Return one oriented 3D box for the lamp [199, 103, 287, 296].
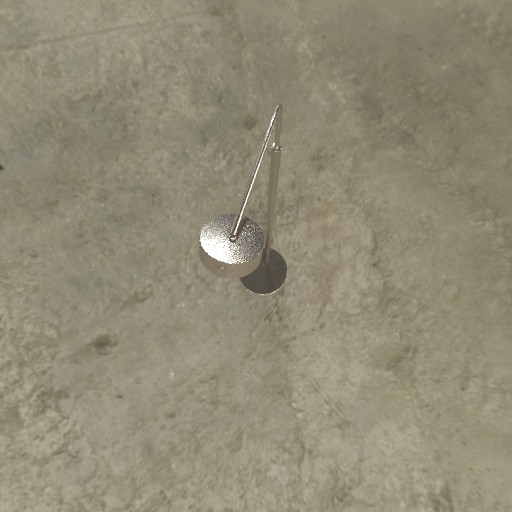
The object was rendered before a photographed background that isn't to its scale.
[{"bbox_3d":[0.000,0.000,1.416,0.222,1.250,0.421,18,75,5],"label":"lamp"}]
